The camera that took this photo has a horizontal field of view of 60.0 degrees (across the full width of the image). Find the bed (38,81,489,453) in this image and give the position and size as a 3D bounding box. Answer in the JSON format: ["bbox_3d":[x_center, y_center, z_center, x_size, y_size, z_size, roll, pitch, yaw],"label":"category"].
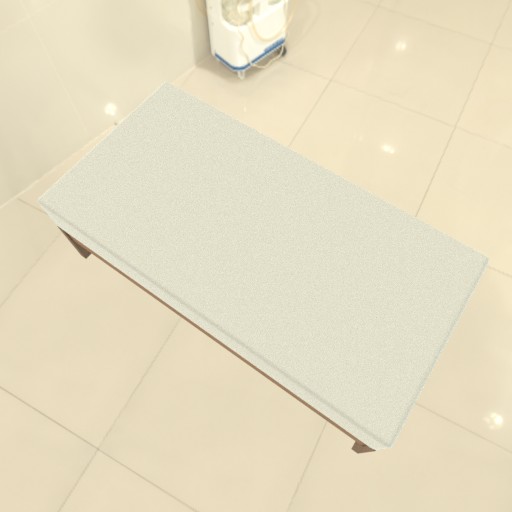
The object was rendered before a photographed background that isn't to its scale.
[{"bbox_3d":[0.000,0.000,2.314,1.902,0.616,0.961,32,69,14],"label":"bed"}]
